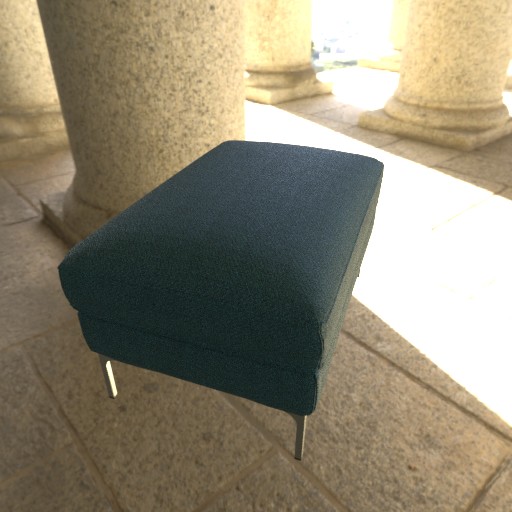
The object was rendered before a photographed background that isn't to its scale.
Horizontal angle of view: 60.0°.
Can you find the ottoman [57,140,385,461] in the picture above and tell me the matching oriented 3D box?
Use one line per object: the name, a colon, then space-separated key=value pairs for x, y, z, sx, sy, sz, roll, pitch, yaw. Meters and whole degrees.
ottoman: x=0.000 y=0.000 z=1.222 sx=0.563 sy=0.498 sz=0.856 roll=11 pitch=33 yaw=17
